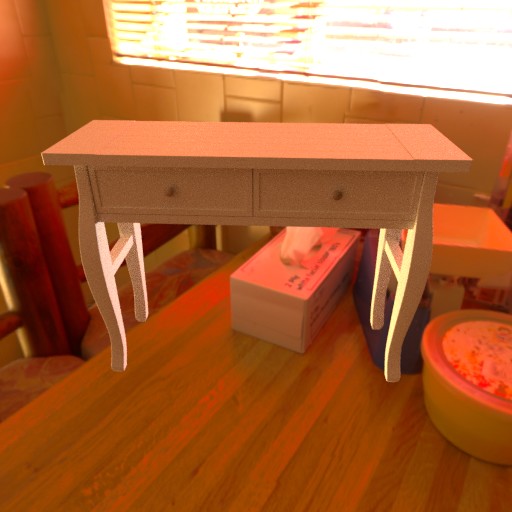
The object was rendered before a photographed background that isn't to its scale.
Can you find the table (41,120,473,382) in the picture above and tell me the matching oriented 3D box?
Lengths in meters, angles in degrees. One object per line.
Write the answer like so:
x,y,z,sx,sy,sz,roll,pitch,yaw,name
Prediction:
0.000,0.000,1.434,1.062,0.768,0.373,2,30,3,table
